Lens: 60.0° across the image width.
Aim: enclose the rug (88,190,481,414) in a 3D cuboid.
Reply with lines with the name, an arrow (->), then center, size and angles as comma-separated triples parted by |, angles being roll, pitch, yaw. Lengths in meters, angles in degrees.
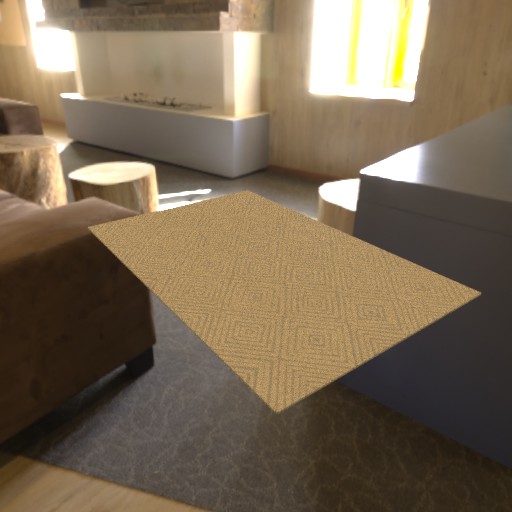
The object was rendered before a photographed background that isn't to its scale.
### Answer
rug -> 0.000, 0.000, 2.252 | 1.143, 0.008, 1.753 | -18, 32, -32
